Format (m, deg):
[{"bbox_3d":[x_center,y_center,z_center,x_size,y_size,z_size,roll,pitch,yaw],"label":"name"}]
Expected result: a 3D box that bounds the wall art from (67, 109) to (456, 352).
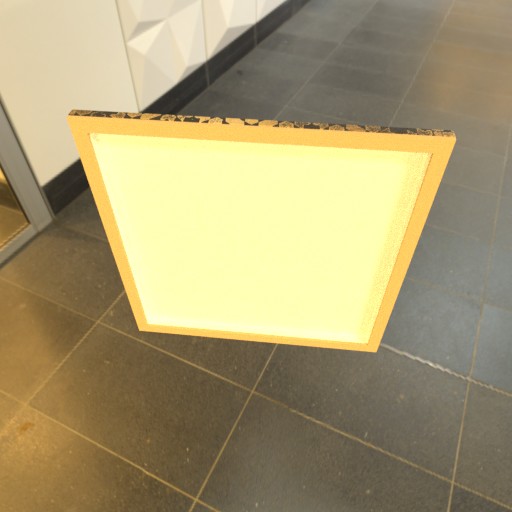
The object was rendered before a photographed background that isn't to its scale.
[{"bbox_3d":[0.000,0.000,1.376,0.914,0.914,0.038,4,47,4],"label":"wall art"}]
